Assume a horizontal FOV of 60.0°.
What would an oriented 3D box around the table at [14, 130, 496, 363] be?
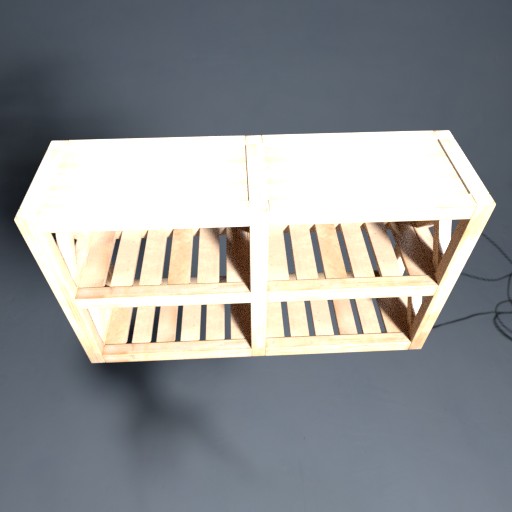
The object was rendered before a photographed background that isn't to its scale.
[{"bbox_3d":[0.000,0.000,1.607,1.320,0.762,0.381,-2,47,-2],"label":"table"}]
